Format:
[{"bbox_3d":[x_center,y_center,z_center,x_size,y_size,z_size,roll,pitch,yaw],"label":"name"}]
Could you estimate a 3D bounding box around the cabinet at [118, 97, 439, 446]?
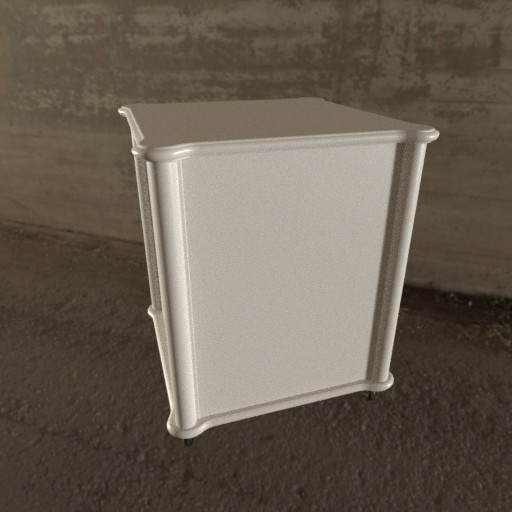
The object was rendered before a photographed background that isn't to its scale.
[{"bbox_3d":[0.000,0.000,1.238,0.628,0.761,0.627,-8,27,-16],"label":"cabinet"}]
